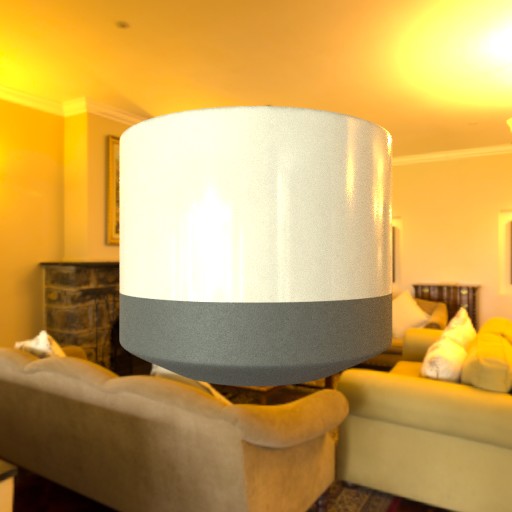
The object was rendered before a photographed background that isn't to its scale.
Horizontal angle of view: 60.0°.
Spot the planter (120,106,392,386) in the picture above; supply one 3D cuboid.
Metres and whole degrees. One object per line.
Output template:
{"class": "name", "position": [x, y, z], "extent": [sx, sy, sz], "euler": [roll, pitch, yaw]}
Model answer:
{"class": "planter", "position": [0.000, 0.000, 0.218], "extent": [0.128, 0.105, 0.128], "euler": [0, 0, 0]}
